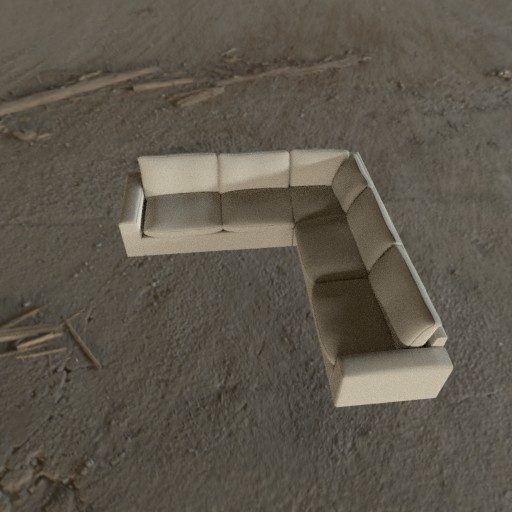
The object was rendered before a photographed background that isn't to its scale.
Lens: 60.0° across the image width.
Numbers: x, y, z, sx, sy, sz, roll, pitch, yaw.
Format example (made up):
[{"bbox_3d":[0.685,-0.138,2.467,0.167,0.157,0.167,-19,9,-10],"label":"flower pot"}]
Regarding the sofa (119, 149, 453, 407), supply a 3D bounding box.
[{"bbox_3d":[0.000,0.000,4.852,3.066,0.918,3.206,-4,45,-4],"label":"sofa"}]
